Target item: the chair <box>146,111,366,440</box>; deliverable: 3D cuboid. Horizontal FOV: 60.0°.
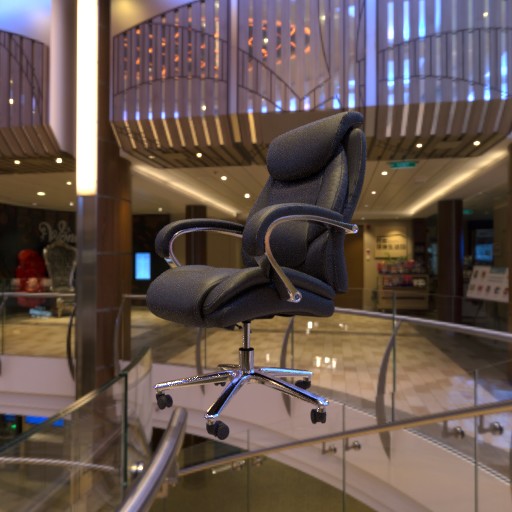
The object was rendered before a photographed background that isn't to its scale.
[{"bbox_3d":[0.000,0.000,1.770,0.790,1.183,0.755,1,-1,-36],"label":"chair"}]
